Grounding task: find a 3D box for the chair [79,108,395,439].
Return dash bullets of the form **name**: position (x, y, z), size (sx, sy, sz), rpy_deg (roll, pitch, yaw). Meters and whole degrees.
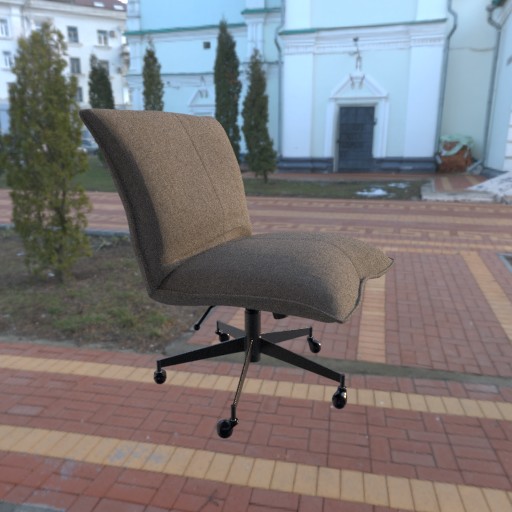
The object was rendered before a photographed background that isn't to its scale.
- **chair**: position (0.000, 0.000, 1.275), size (0.696, 0.811, 0.597), rpy_deg (8, 16, 27)
